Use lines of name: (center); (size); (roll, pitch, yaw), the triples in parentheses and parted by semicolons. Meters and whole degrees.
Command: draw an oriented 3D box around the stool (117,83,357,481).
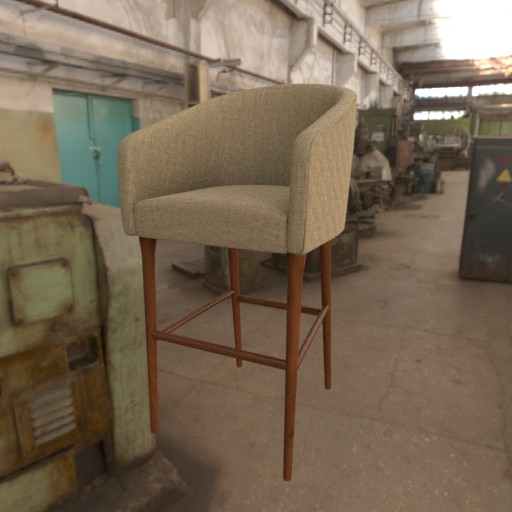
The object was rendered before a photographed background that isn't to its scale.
stool: (0.000, 0.000, 1.399); (0.559, 1.078, 0.607); (7, 16, 26)
